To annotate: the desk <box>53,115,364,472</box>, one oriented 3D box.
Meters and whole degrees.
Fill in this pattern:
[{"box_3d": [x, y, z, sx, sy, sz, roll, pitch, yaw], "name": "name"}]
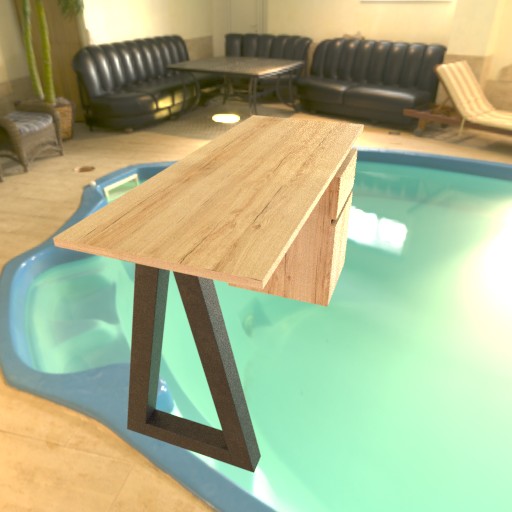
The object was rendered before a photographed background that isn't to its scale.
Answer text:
[{"box_3d": [0.000, 0.000, 1.770, 0.550, 0.760, 1.400, 11, 32, 17], "name": "desk"}]
